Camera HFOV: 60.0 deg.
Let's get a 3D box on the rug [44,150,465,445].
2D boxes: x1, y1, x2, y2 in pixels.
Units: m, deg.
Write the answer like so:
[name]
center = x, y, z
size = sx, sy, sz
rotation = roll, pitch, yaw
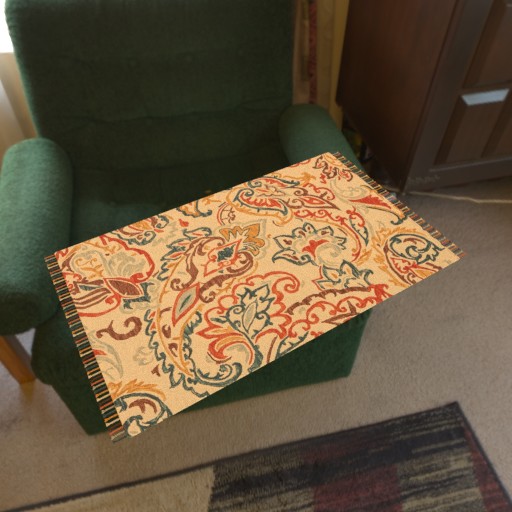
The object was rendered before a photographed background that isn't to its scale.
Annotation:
[rug]
center = 0.000, 0.000, 3.138
size = 2.584, 0.010, 1.523
rotation = -24, 51, -20
